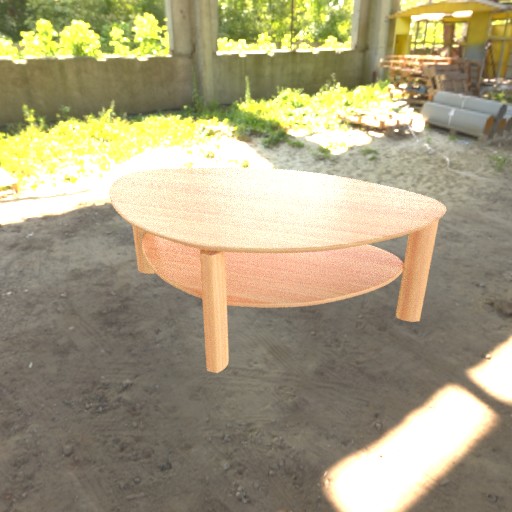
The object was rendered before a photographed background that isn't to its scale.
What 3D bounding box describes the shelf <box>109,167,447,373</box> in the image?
[{"bbox_3d":[0.000,0.000,1.641,1.246,0.440,0.845,9,27,18],"label":"shelf"}]
